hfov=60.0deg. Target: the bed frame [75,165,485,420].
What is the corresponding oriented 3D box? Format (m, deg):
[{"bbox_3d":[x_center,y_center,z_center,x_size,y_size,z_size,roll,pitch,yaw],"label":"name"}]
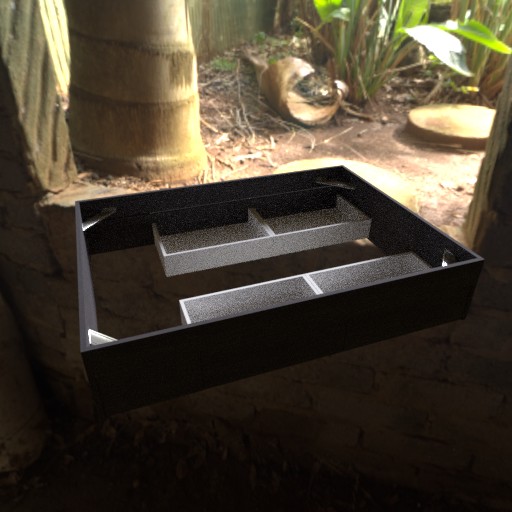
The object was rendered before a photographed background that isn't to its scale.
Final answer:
[{"bbox_3d":[0.000,0.000,2.649,1.944,0.459,1.448,-11,33,-17],"label":"bed frame"}]
